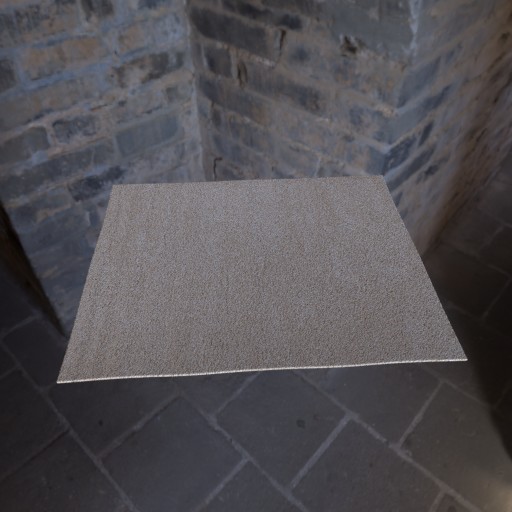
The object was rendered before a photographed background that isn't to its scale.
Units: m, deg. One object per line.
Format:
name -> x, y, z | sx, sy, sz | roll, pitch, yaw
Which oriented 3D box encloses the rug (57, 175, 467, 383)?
rug -> 0.000, 0.000, 4.087 | 3.000, 0.026, 2.400 | -3, 45, -3
